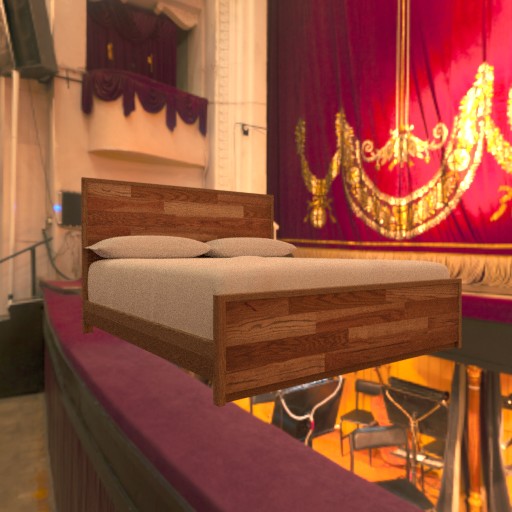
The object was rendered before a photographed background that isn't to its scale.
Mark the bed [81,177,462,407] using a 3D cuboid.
[{"bbox_3d":[0.000,0.000,3.419,2.013,1.295,2.184,-1,1,-36],"label":"bed"}]
